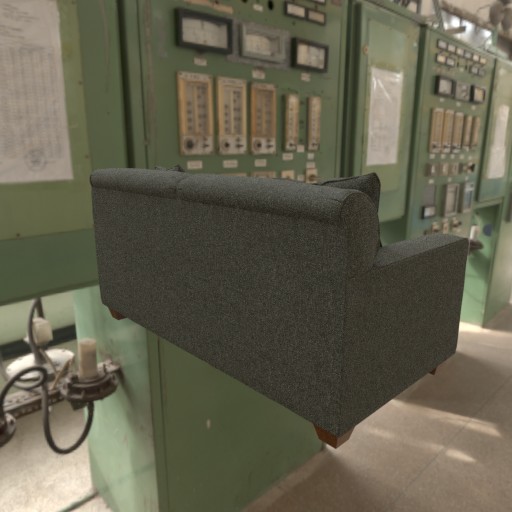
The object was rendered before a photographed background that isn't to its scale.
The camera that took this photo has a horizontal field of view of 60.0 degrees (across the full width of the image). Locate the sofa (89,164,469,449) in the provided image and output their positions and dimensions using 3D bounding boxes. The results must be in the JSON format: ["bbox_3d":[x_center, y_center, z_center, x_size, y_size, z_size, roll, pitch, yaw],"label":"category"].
[{"bbox_3d":[0.000,0.000,2.369,0.998,0.958,1.846,-13,19,-42],"label":"sofa"}]
